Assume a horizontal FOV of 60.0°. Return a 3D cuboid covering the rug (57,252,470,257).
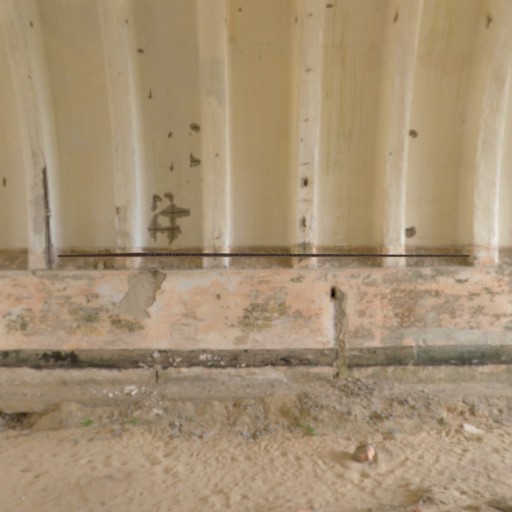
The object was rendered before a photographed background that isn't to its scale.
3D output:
[{"bbox_3d":[0.000,0.000,4.130,3.032,0.020,2.411,0,0,-34],"label":"rug"}]
